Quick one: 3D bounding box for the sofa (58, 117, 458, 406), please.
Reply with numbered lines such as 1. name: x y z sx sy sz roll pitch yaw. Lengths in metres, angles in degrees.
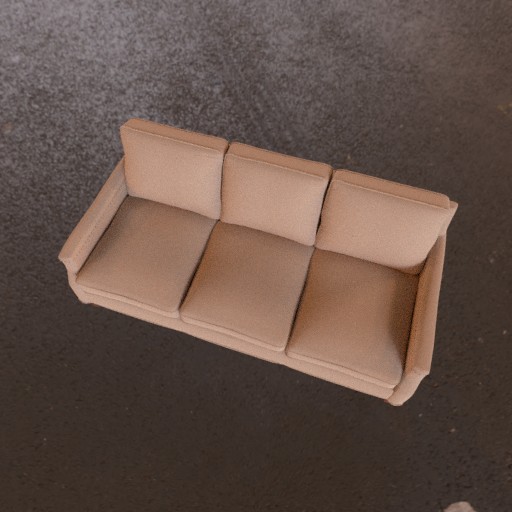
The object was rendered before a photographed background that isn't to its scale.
1. sofa: 0.000 0.000 2.833 2.246 1.003 1.084 16 61 9
